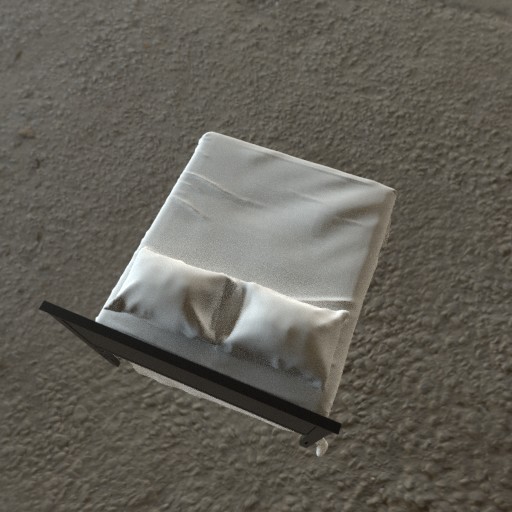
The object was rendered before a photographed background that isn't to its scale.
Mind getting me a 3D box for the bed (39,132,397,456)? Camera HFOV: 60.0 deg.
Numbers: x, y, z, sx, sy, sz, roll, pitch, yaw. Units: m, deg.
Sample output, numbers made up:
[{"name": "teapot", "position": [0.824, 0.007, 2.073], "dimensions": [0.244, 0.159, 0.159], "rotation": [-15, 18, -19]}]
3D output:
[{"name": "bed", "position": [0.000, 0.000, 3.182], "dimensions": [1.870, 1.270, 2.050], "rotation": [20, 65, 10]}]
